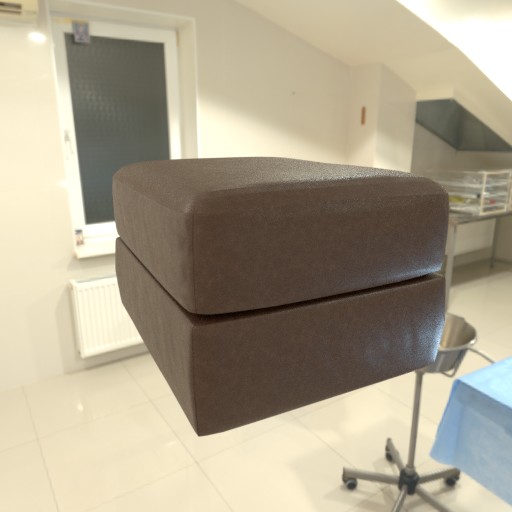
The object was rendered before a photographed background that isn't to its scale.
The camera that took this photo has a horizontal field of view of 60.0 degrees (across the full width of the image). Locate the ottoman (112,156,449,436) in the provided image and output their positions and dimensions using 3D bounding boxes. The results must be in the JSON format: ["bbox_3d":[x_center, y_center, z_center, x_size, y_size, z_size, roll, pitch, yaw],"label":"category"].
[{"bbox_3d":[0.000,0.000,1.149,0.603,0.476,0.751,-8,18,-26],"label":"ottoman"}]
